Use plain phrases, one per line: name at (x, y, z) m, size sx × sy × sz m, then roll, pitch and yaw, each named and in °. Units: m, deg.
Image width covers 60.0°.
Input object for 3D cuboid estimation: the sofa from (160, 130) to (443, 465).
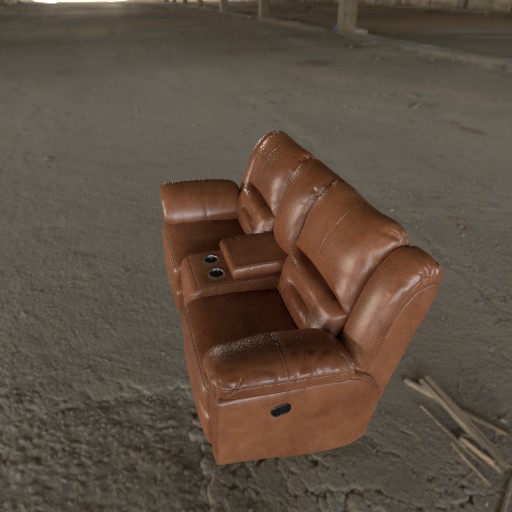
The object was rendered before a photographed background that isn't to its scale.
sofa at (0.000, 0.000, 2.596) m, size 0.991 × 1.043 × 2.058 m, roll -9°, pitch 32°, yaw -14°
